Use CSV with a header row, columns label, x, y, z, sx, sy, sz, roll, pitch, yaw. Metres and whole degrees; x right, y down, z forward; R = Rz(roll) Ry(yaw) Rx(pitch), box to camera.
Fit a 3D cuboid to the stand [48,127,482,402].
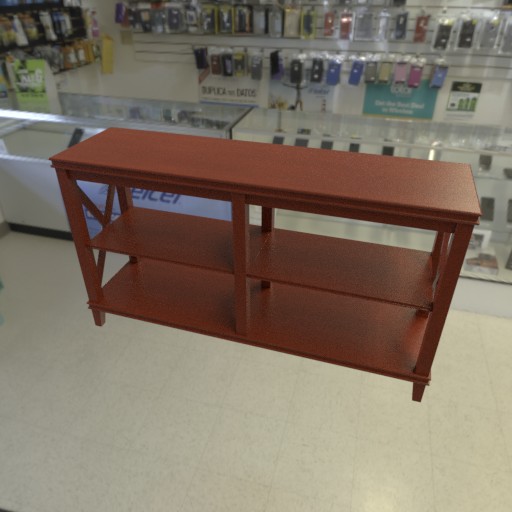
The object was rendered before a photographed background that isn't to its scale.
label,x,y,z,sx,sy,sz,roll,pitch,yaw
stand,0.000,0.000,1.698,1.372,0.762,0.381,10,34,15
